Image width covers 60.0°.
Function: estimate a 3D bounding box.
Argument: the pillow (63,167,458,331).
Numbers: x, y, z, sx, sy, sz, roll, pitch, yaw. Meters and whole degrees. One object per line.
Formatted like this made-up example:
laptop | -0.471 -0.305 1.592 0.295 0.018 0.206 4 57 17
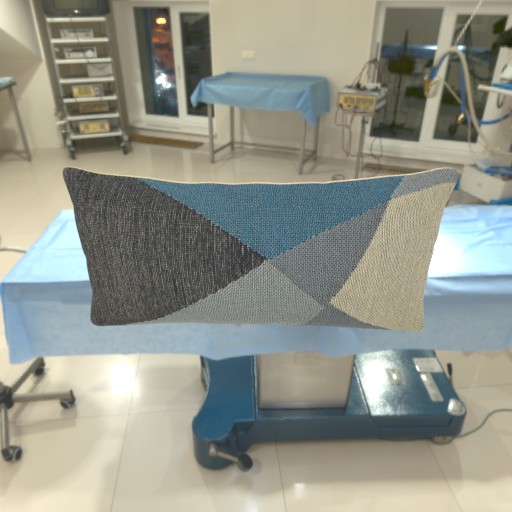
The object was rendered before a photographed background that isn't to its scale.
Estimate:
pillow | 0.000 0.000 0.735 0.604 0.307 0.148 1 30 1
